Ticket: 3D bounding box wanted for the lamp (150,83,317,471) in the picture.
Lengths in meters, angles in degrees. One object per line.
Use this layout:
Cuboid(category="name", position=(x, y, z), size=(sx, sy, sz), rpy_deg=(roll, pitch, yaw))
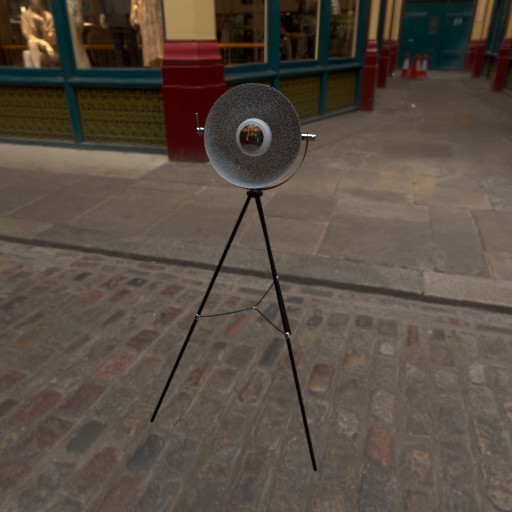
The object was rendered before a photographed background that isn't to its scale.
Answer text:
Cuboid(category="lamp", position=(0.000, 0.000, 2.053), size=(0.817, 1.512, 0.920), rpy_deg=(8, 28, 15))
